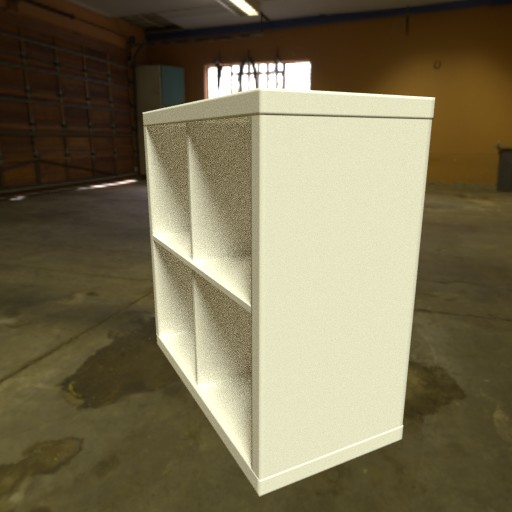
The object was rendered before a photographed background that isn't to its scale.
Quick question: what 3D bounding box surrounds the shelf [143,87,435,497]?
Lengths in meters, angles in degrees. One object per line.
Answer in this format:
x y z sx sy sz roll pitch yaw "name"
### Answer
0.000 0.000 1.230 0.390 0.786 0.790 -7 17 -26 "shelf"
